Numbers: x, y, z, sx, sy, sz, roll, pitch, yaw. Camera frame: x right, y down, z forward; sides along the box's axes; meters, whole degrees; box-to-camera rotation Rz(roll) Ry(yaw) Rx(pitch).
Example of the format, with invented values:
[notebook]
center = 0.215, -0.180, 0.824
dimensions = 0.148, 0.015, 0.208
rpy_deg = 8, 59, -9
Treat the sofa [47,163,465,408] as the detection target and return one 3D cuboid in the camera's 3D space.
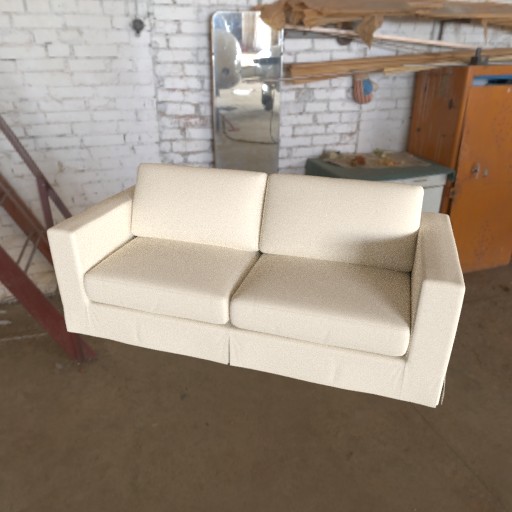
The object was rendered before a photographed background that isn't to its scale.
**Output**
[sofa]
center = 0.000, 0.000, 2.629
dimensions = 2.163, 0.881, 0.954
rpy_deg = 8, 27, 16
